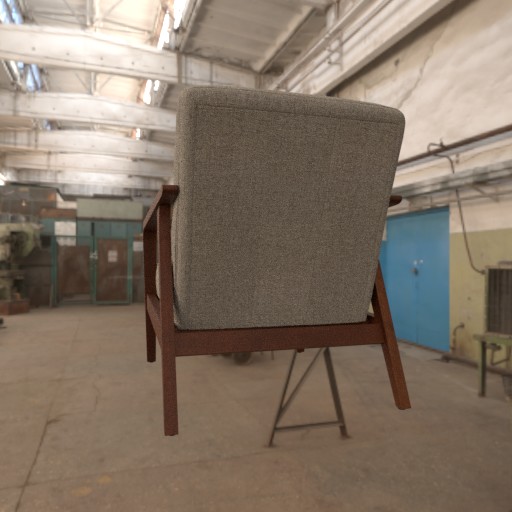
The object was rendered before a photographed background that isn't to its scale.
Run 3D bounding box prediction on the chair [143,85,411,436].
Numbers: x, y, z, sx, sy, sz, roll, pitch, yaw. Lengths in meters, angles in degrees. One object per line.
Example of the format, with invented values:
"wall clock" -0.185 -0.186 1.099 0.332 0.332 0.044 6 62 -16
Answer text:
"chair" 0.000 0.000 1.479 0.704 0.847 0.858 0 0 -16
